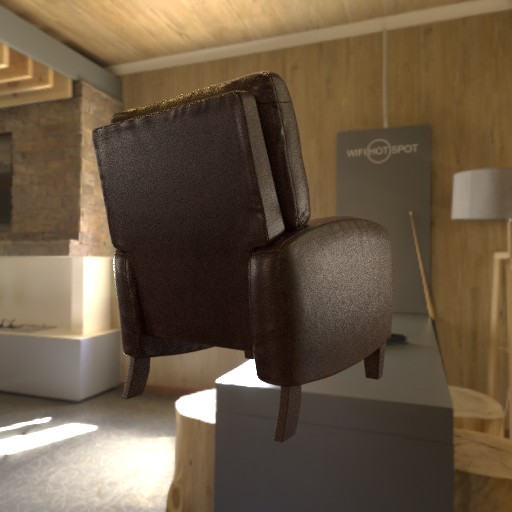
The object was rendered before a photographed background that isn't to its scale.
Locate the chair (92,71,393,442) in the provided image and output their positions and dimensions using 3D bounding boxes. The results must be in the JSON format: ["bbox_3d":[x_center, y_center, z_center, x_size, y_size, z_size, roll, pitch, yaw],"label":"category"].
[{"bbox_3d":[0.000,0.000,1.643,0.762,0.990,0.990,0,0,35],"label":"chair"}]
